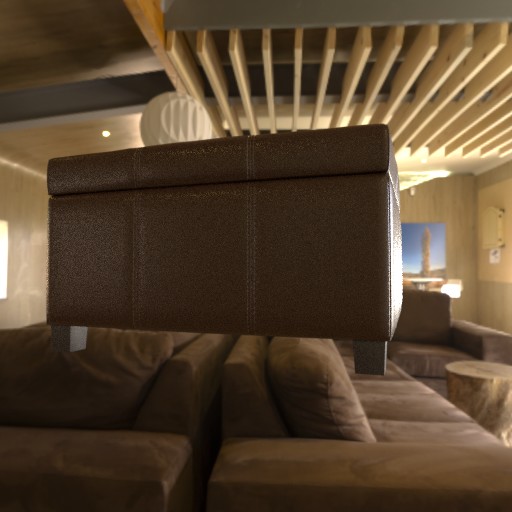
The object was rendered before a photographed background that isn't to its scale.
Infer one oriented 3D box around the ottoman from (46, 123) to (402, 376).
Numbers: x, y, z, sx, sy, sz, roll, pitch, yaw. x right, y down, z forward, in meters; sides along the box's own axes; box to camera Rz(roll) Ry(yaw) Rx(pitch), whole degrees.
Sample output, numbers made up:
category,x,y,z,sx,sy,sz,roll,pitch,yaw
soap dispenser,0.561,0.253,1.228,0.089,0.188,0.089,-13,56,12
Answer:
category,x,y,z,sx,sy,sz,roll,pitch,yaw
ottoman,0.000,0.000,1.267,0.787,0.460,0.788,-1,-2,19
